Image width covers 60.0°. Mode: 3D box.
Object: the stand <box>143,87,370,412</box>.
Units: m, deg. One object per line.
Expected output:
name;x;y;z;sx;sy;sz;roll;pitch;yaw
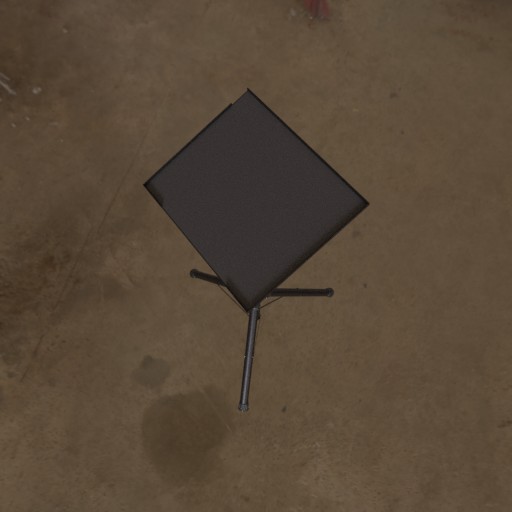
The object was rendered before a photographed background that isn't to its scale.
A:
stand;0.000;0.000;1.623;0.702;1.198;0.702;-35;70;-15
